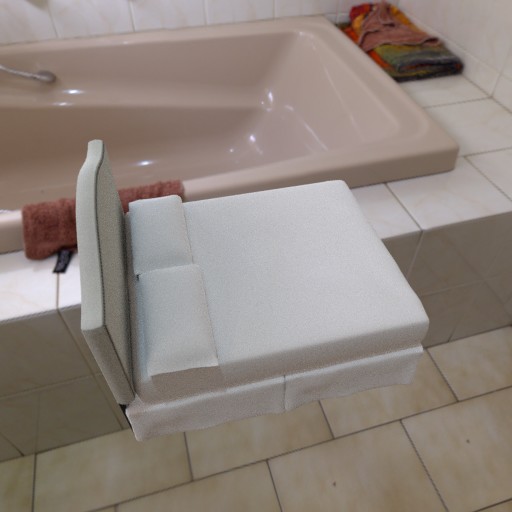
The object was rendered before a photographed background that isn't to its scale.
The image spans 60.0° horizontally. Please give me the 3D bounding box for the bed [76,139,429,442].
[{"bbox_3d":[0.000,0.000,3.316,2.180,1.607,1.813,-10,47,-9],"label":"bed"}]
